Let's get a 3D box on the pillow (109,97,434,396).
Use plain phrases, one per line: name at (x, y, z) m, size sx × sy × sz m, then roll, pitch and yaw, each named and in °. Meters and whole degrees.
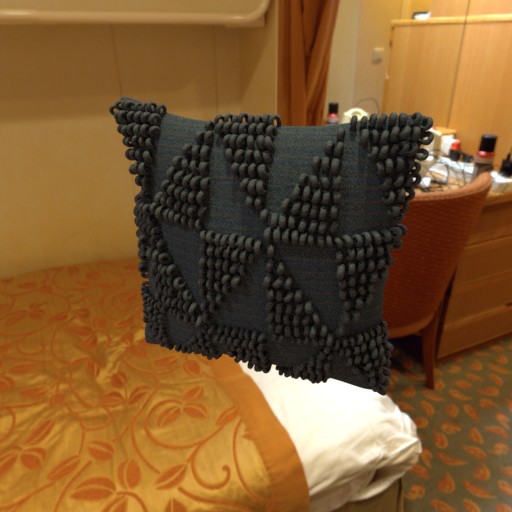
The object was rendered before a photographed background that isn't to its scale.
pillow at (0.000, 0.000, 0.711) m, size 0.469 × 0.466 × 0.172 m, roll 8°, pitch 28°, yaw 16°
